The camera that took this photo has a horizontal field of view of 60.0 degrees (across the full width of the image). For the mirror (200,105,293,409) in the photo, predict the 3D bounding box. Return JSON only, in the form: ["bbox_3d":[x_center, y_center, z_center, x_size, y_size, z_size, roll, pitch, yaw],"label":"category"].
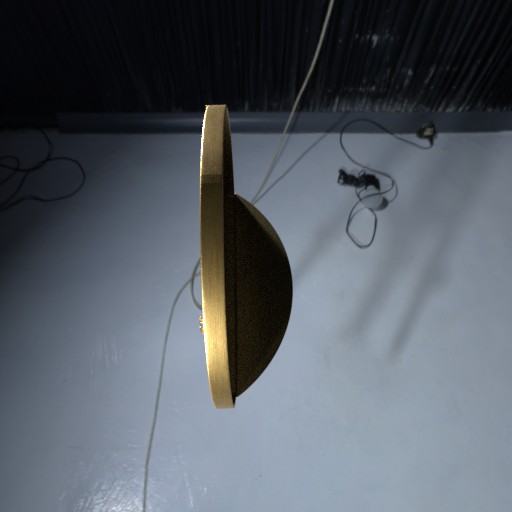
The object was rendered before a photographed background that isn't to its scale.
[{"bbox_3d":[0.000,0.000,0.706,0.133,0.457,0.457,-1,63,-1],"label":"mirror"}]
